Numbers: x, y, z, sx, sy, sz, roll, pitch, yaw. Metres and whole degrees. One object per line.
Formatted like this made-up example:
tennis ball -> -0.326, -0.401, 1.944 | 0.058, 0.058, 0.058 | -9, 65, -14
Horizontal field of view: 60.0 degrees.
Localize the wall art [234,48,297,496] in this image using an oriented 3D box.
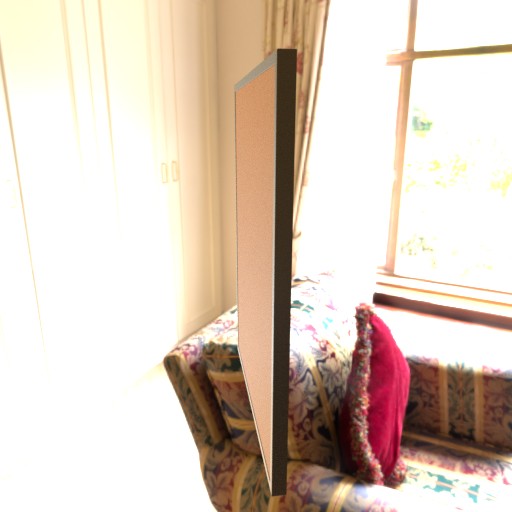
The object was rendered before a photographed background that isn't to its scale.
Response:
wall art -> 0.000, 0.000, 1.380 | 0.039, 1.061, 0.804 | -2, 17, -8
